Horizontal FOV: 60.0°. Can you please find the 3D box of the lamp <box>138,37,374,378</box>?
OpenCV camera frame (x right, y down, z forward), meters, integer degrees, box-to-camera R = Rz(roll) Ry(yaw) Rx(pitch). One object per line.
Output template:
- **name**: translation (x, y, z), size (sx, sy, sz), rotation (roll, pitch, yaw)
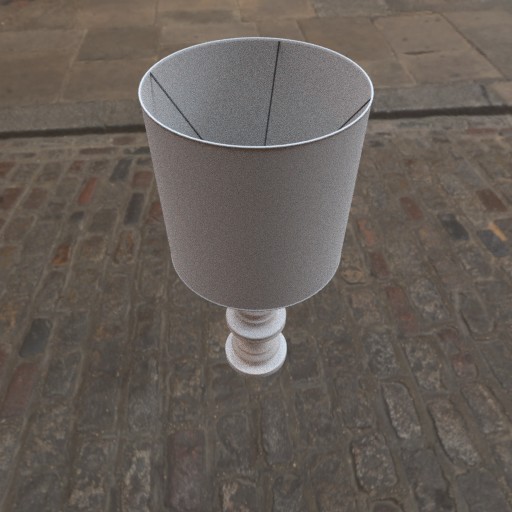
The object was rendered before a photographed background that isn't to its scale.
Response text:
- **lamp**: translation (0.000, 0.000, 0.565), size (0.208, 0.455, 0.208), rotation (-4, 47, -4)
